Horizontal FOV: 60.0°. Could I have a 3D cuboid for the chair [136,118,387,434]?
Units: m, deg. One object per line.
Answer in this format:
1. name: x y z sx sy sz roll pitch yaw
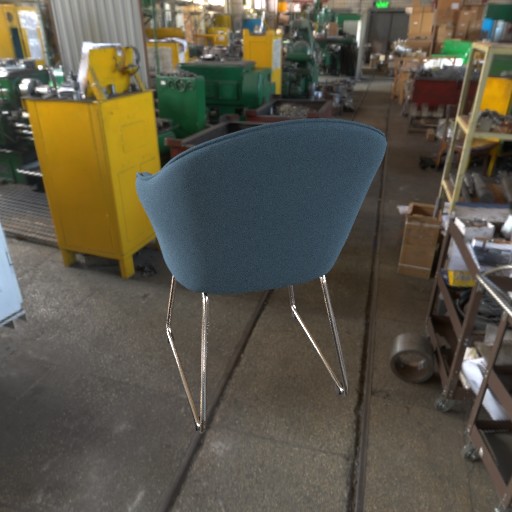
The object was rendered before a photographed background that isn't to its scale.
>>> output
1. chair: 0.000 0.000 1.190 0.570 0.815 0.585 -8 29 -16
